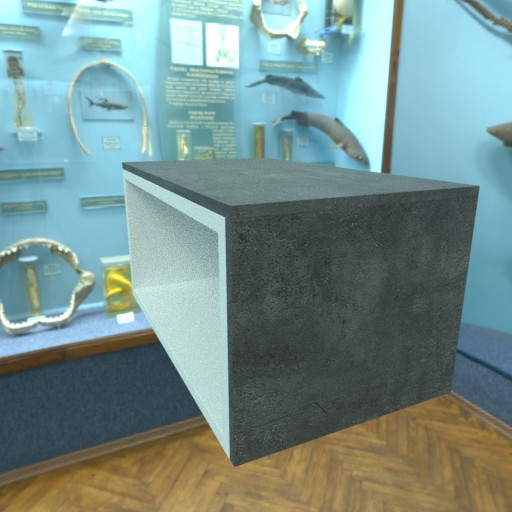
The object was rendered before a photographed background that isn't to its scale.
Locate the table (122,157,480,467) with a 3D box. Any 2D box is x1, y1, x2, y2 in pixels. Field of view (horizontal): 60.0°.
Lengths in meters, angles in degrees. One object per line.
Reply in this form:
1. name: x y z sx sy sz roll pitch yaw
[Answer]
1. table: 0.000 0.000 0.925 0.400 0.350 0.700 -8 18 -25
